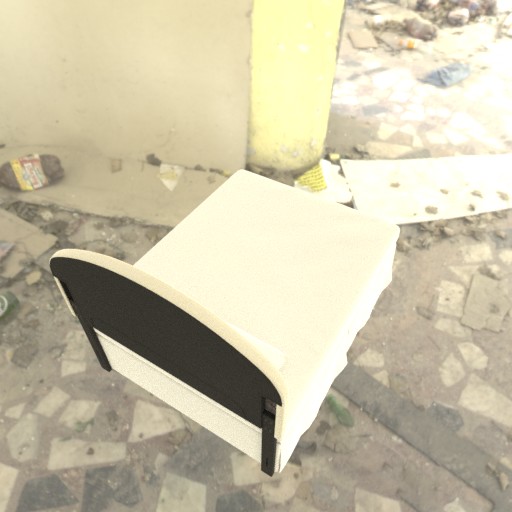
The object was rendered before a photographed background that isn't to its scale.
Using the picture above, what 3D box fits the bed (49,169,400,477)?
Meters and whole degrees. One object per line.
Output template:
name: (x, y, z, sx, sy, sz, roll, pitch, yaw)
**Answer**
bed: (0.000, 0.000, 3.083, 1.607, 1.410, 2.005, 24, 50, 21)
